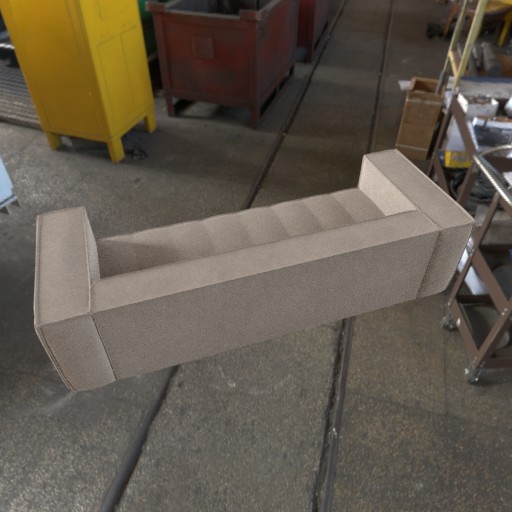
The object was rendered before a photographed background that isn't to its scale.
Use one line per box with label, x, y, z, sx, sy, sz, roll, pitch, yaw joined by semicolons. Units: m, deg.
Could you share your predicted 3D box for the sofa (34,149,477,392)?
sofa;0.000;0.000;3.053;2.697;0.680;1.038;-13;44;-14
